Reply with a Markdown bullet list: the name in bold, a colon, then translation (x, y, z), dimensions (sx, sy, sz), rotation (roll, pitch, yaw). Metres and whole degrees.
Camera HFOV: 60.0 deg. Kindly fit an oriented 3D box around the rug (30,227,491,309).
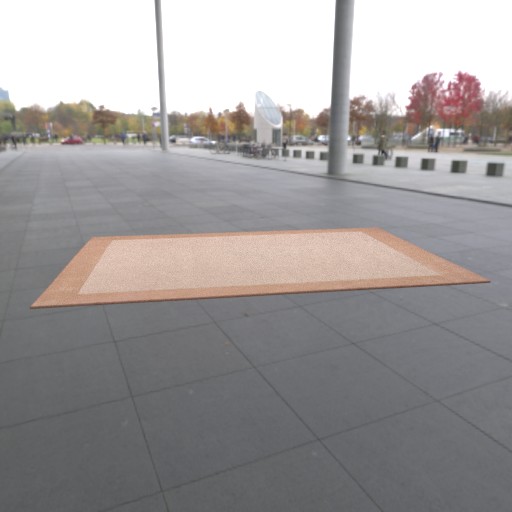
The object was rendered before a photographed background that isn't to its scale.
- **rug**: translation (0.000, 0.000, 3.030), dimensions (2.438, 0.014, 1.524), rotation (-2, 15, -9)
